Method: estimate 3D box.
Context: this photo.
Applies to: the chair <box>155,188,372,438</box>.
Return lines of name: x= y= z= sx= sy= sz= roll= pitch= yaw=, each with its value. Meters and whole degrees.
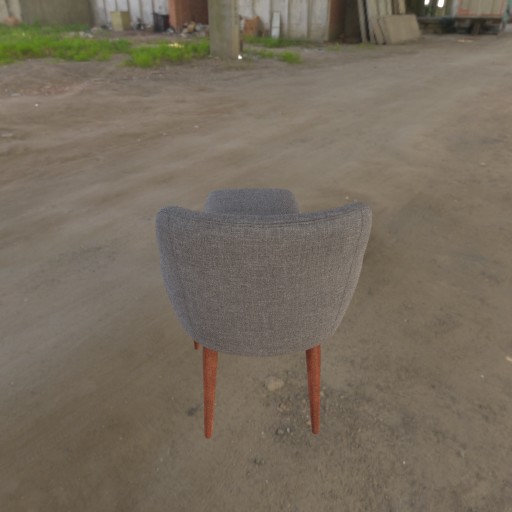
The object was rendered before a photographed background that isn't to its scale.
chair: x=0.000 y=0.000 z=1.555 sx=0.584 sy=0.799 sz=1.107 roll=-1 pitch=30 yaw=-2
